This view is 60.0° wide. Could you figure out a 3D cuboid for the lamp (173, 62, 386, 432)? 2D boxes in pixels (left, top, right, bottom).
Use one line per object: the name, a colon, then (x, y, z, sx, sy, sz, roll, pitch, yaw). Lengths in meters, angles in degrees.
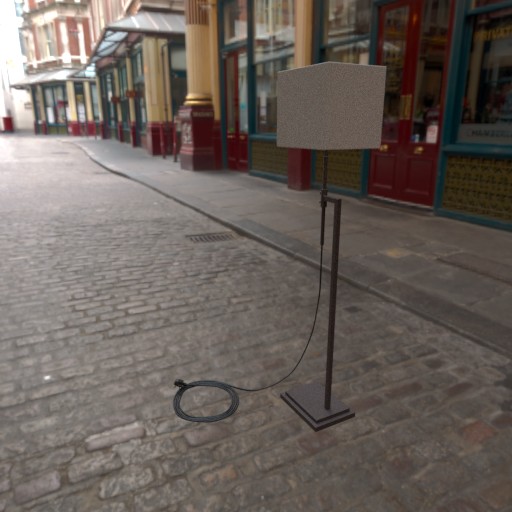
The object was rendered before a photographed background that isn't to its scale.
lamp: (0.000, 0.000, 2.058, 0.774, 1.600, 0.698, -9, 18, -27)
